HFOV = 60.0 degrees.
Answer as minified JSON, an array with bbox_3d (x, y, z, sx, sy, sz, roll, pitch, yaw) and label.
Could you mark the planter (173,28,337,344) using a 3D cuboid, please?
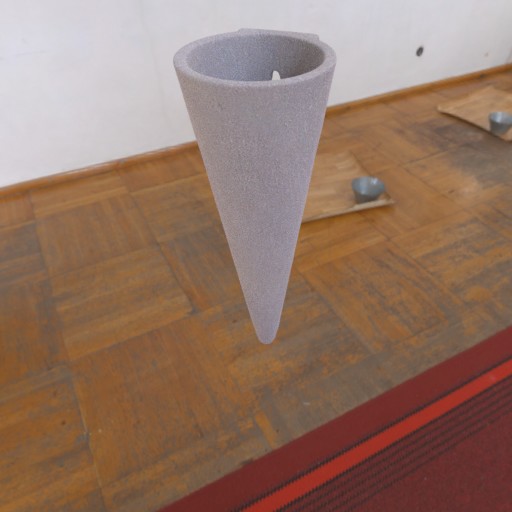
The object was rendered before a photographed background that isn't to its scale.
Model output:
[{"bbox_3d":[0.000,0.000,0.299,0.078,0.259,0.087,12,42,13],"label":"planter"}]
